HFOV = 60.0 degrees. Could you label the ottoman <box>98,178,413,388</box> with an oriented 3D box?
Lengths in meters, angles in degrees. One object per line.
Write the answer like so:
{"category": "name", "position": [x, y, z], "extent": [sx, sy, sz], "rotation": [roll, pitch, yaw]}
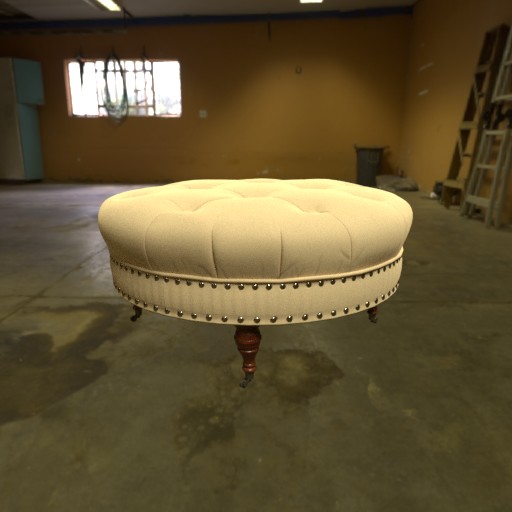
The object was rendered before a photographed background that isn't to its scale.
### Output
{"category": "ottoman", "position": [0.000, 0.000, 1.361], "extent": [0.901, 0.439, 0.901], "rotation": [0, 15, 0]}
